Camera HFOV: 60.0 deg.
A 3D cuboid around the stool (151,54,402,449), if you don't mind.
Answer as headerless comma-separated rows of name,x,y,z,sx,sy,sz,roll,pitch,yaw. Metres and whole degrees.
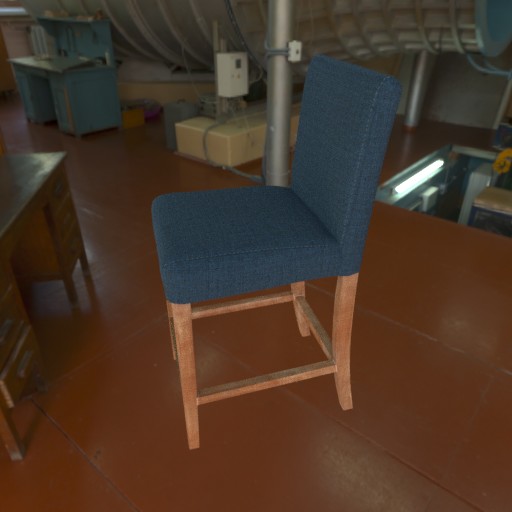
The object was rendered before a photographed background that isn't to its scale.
stool,0.000,0.000,1.314,0.567,1.039,0.454,-8,32,-13
